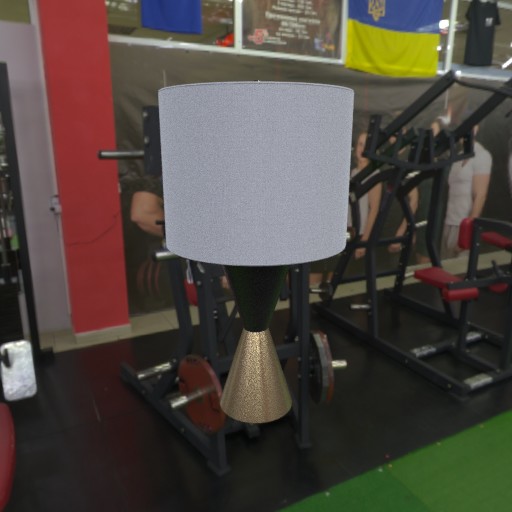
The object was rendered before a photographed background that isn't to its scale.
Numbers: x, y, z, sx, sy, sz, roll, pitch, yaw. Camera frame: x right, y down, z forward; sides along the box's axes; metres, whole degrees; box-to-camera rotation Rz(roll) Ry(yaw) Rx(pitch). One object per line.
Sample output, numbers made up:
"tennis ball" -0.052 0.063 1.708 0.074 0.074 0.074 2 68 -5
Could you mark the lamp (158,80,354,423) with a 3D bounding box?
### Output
"lamp" 0.000 0.000 0.772 0.304 0.573 0.304 -7 17 -25
